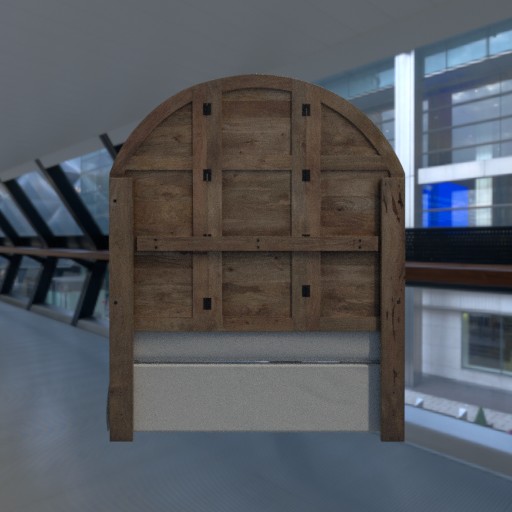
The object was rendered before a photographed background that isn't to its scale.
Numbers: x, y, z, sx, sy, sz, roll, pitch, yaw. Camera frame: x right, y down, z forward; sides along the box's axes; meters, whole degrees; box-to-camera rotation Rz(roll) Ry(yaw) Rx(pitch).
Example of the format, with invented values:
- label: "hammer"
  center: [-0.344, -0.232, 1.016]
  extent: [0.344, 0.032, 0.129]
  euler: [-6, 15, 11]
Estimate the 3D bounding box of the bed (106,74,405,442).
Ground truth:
- label: "bed"
  center: [0.000, 0.000, 3.453]
  extent: [1.713, 2.002, 2.112]
  euler: [0, 0, 0]
